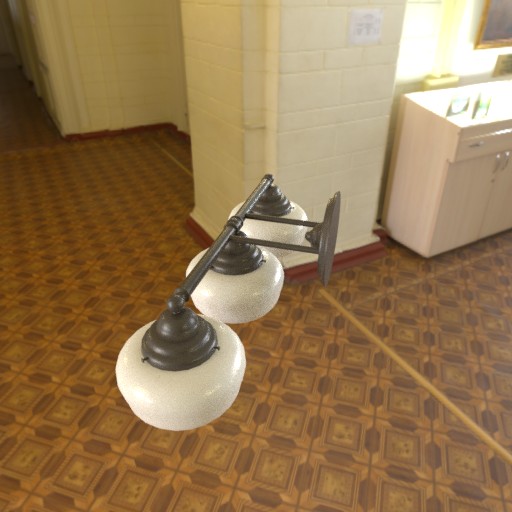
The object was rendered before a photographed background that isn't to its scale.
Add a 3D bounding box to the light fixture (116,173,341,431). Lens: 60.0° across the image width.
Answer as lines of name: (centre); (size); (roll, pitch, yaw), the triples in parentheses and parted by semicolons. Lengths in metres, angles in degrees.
light fixture: (0.000, 0.000, 0.714); (0.239, 0.242, 0.587); (9, 32, 14)
